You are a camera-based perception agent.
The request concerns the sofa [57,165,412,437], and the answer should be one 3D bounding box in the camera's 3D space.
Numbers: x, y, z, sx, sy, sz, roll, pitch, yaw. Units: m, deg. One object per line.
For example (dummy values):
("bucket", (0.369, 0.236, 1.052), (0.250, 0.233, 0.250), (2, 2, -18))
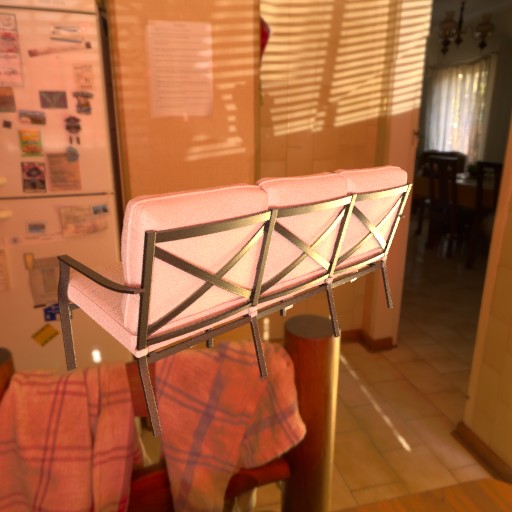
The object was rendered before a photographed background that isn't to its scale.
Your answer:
("sofa", (0.000, 0.000, 2.240), (1.740, 0.860, 0.787), (-16, 23, -42))
